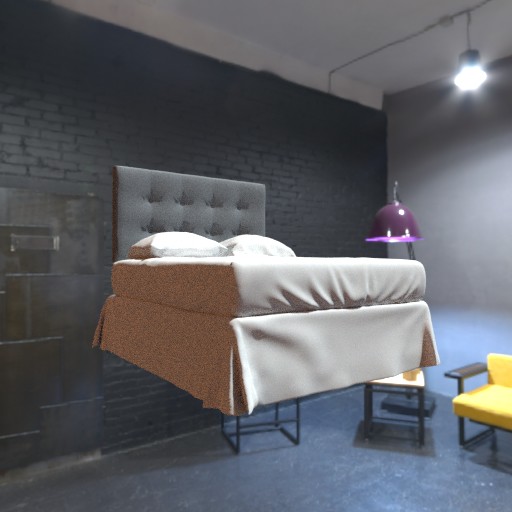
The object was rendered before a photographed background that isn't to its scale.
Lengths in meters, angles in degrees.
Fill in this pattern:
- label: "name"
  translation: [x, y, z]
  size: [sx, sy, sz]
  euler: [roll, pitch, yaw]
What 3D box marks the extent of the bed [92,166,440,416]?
- label: "bed"
  translation: [0.000, 0.000, 3.503]
  size: [1.936, 1.577, 2.222]
  euler: [1, -1, -36]
